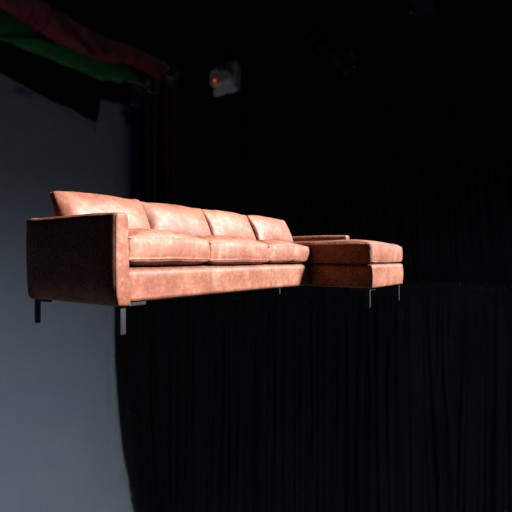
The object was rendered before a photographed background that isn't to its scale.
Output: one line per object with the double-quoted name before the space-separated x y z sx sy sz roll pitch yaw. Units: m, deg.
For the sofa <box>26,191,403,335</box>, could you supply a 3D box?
"sofa" 0.000 0.000 3.575 1.471 0.859 2.993 0 0 35
